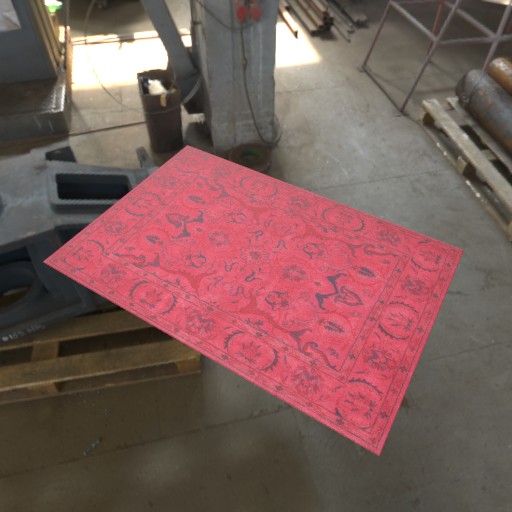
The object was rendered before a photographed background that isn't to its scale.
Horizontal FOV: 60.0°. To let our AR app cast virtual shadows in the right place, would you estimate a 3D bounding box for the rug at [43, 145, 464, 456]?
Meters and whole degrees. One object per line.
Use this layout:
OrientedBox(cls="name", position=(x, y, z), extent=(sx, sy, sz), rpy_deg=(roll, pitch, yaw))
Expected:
OrientedBox(cls="rug", position=(0.000, 0.000, 2.295), extent=(1.814, 0.008, 1.209), rpy_deg=(25, 53, 20))
